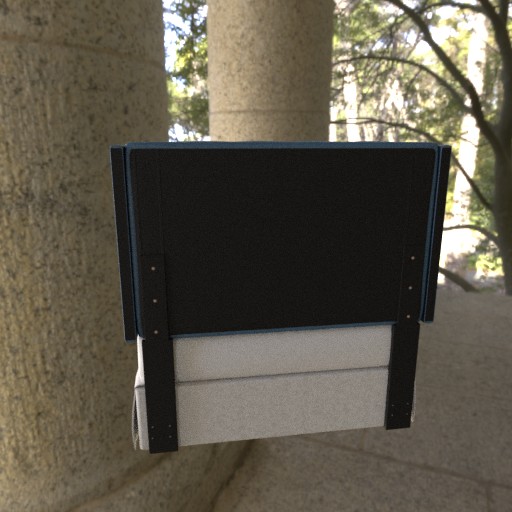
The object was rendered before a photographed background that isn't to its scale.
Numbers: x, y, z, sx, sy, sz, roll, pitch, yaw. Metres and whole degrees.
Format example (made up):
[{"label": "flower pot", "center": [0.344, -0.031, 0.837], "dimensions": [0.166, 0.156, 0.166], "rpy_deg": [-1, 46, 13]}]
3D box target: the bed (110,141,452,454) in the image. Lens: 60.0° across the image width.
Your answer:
[{"label": "bed", "center": [0.000, 0.000, 3.332], "dimensions": [1.719, 1.665, 2.078], "rpy_deg": [-2, 14, -8]}]
